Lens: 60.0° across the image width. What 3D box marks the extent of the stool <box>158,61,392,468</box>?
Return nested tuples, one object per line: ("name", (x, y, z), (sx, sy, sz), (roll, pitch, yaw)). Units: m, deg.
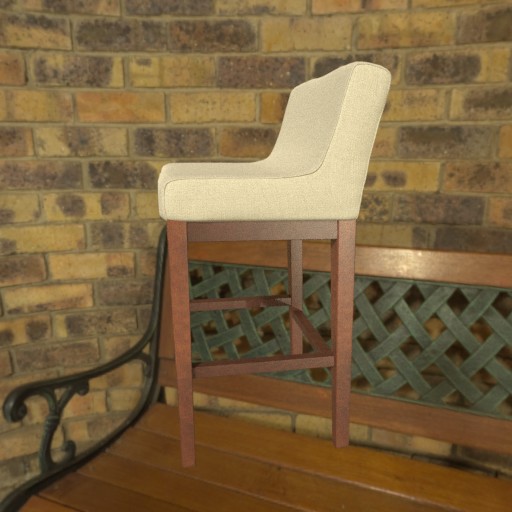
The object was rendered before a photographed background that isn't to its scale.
("stool", (0.000, 0.000, 1.221), (0.500, 0.937, 0.511), (-3, 15, -10))
